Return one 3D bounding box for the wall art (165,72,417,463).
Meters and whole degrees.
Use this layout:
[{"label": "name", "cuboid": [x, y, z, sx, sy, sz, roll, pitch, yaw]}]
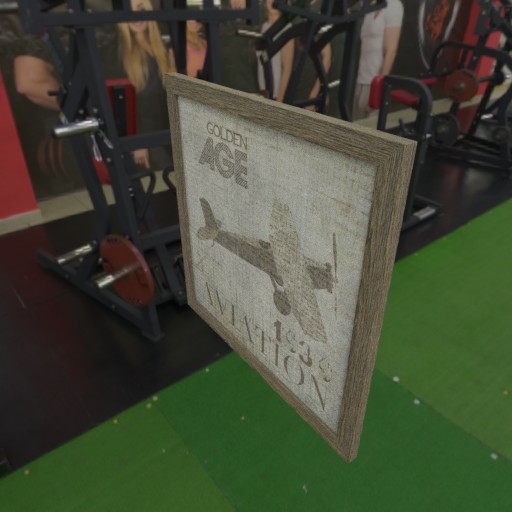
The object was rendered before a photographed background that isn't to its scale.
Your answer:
[{"label": "wall art", "cuboid": [0.000, 0.000, 0.740, 0.019, 0.508, 0.508, -21, 37, -31]}]
